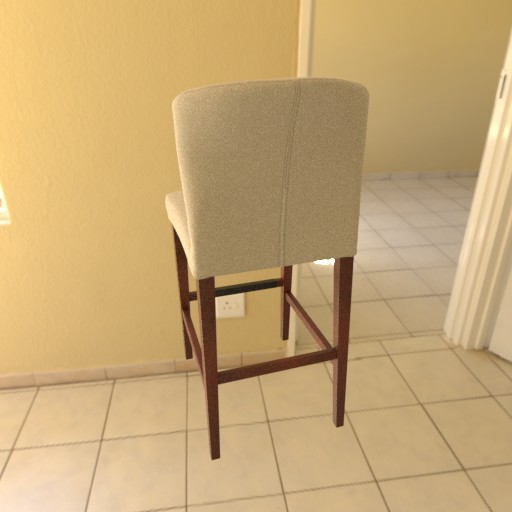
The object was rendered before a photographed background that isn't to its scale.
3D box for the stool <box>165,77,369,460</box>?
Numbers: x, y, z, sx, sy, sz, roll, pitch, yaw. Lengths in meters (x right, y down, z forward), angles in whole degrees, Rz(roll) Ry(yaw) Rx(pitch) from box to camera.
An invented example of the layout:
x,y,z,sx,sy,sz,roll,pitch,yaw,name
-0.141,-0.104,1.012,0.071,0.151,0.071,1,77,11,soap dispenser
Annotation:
x,y,z,sx,sy,sz,roll,pitch,yaw,name
0.000,0.000,1.376,0.479,1.069,0.568,-8,27,-16,stool
